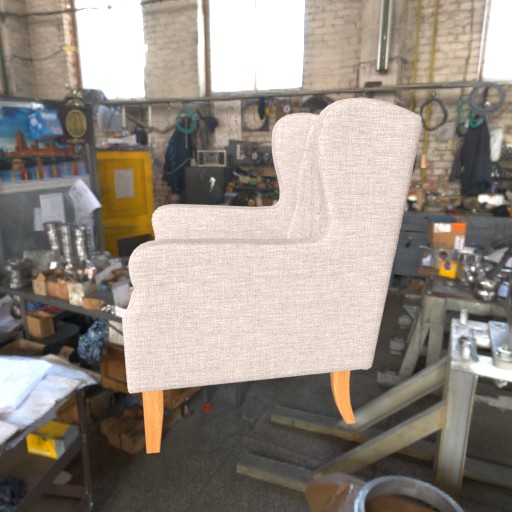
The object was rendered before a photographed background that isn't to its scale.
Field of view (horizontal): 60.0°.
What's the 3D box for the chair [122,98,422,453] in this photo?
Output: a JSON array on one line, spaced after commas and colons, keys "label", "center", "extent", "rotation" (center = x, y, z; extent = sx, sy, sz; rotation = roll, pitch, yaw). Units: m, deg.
[{"label": "chair", "center": [0.000, 0.000, 1.449], "extent": [0.760, 0.930, 0.710], "rotation": [-2, 15, -8]}]
